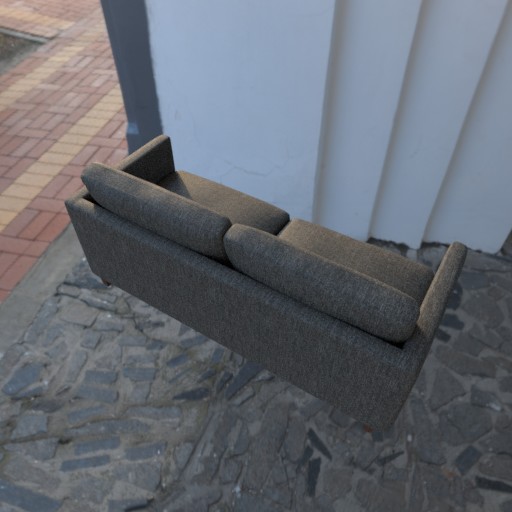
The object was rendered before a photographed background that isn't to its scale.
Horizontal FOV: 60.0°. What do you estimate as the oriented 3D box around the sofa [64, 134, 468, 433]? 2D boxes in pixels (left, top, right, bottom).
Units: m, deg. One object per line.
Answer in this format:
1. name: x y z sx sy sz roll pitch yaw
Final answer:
1. sofa: 0.000 0.000 2.742 2.208 0.960 0.948 24 51 22
